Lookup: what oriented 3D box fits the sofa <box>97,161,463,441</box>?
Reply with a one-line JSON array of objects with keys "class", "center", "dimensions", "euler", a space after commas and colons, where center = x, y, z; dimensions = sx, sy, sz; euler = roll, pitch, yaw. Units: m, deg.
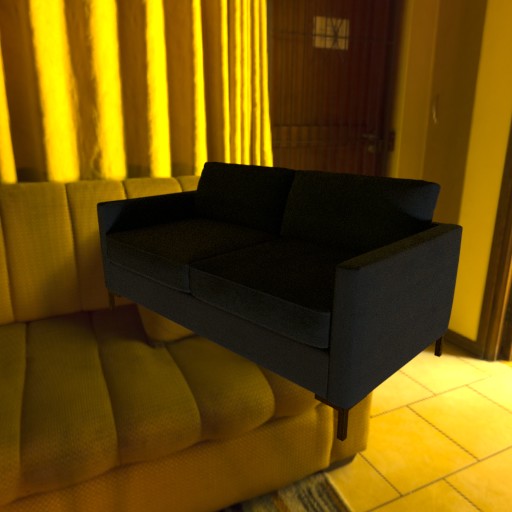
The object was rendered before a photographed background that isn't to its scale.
[{"class": "sofa", "center": [0.000, 0.000, 2.208], "dimensions": [1.676, 0.817, 0.875], "euler": [16, 23, 42]}]
